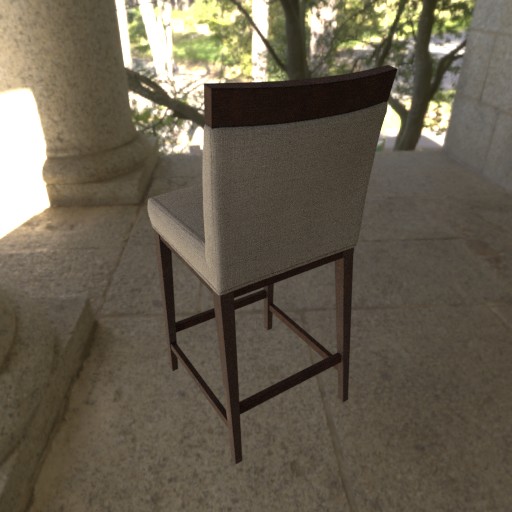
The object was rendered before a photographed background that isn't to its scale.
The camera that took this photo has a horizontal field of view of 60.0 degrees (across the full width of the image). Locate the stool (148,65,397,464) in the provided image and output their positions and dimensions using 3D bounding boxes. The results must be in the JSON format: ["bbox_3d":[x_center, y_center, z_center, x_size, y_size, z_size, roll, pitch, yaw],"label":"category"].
[{"bbox_3d":[0.000,0.000,1.391,0.511,1.117,0.531,-18,35,-28],"label":"stool"}]
